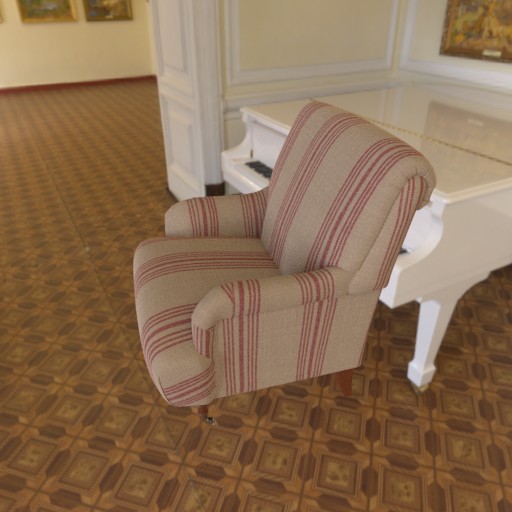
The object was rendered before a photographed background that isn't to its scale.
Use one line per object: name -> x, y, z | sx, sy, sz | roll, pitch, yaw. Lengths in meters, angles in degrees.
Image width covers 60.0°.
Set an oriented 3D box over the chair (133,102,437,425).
chair -> 0.000, 0.000, 1.922 | 1.058, 1.123, 0.933 | -9, 32, -14
